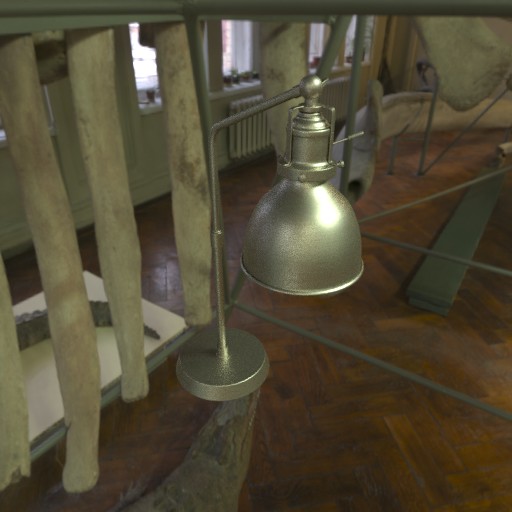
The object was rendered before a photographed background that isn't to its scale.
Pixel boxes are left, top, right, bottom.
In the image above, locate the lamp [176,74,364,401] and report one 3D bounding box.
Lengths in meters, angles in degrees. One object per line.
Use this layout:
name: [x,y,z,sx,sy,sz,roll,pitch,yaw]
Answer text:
lamp: [0.000,0.000,0.585,0.286,0.456,0.153,19,35,30]
